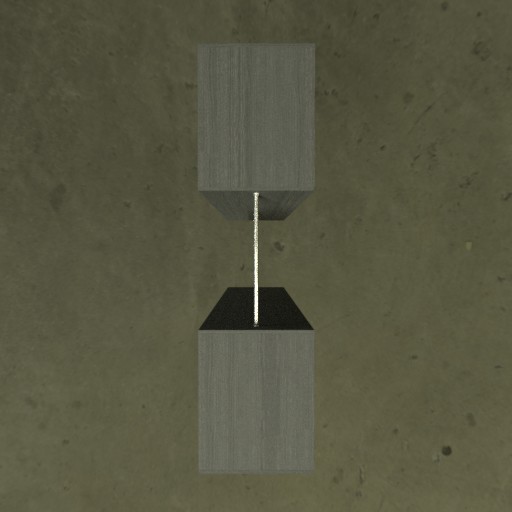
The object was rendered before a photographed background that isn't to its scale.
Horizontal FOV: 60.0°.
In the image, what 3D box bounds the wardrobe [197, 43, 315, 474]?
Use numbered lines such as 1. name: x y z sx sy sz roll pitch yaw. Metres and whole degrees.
1. wardrobe: 0.000 0.000 2.822 0.480 2.000 1.770 0 91 0
